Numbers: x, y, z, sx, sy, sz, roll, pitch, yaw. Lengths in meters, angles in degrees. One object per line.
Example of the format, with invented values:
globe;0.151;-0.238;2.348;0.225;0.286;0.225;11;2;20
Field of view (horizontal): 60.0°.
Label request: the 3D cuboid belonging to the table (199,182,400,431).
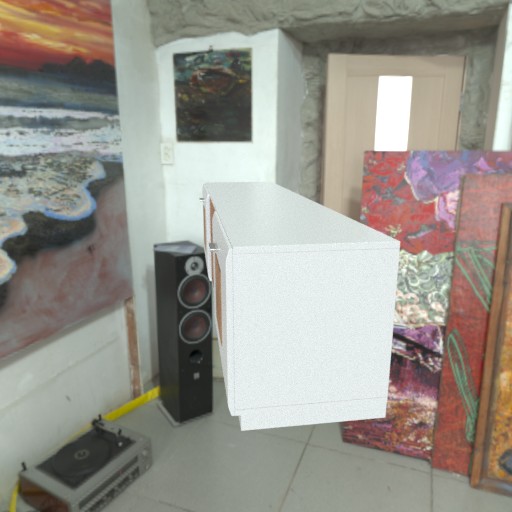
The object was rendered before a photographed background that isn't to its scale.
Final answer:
table;0.000;0.000;1.725;0.400;0.440;1.550;-2;14;-8
